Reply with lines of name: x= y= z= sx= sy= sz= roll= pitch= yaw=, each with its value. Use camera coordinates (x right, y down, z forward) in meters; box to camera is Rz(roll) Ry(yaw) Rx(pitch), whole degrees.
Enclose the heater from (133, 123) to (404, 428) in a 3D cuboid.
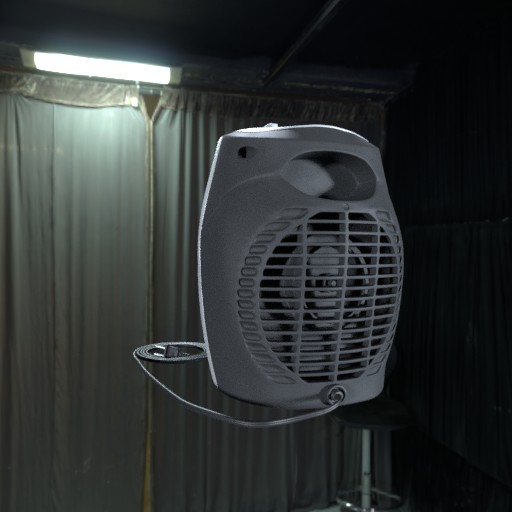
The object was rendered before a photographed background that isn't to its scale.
heater: x=0.000 y=0.000 z=0.461 sx=0.239 sy=0.240 sz=0.291 roll=0 pitch=1 yaw=-19
